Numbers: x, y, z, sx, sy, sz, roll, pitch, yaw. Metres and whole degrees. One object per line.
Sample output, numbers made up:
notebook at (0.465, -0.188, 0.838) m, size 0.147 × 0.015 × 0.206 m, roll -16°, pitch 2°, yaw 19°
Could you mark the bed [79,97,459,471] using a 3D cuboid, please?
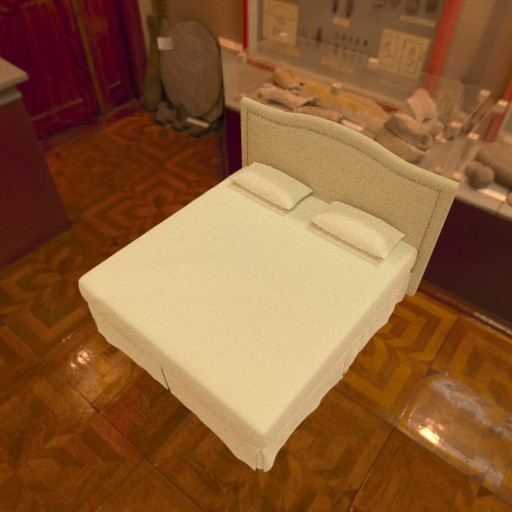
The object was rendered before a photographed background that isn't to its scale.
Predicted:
bed at (0.000, 0.000, 3.555) m, size 2.083 × 1.421 × 2.182 m, roll 31°, pitch 54°, yaw 27°
